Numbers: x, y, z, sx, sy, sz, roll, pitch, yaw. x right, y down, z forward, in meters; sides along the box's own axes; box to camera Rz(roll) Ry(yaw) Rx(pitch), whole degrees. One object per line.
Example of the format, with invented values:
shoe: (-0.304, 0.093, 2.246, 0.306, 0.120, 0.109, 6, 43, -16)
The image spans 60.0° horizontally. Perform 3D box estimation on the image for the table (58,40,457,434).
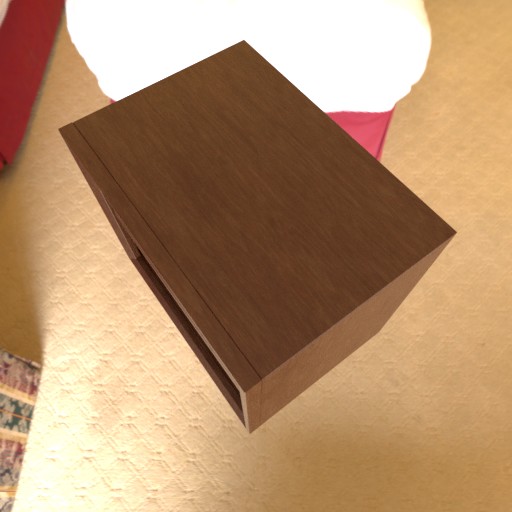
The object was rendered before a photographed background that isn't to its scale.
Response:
table: (0.000, 0.000, 1.002, 0.449, 0.609, 0.557, -33, 67, -16)
